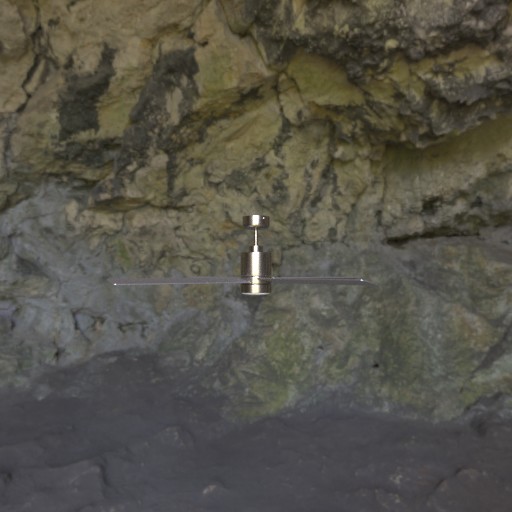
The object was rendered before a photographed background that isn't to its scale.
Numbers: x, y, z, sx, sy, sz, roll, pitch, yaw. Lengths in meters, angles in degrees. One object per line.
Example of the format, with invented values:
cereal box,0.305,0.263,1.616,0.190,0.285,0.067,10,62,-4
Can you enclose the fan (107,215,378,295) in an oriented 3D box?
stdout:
fan,0.000,0.000,2.013,1.322,0.355,1.322,2,-3,-35
